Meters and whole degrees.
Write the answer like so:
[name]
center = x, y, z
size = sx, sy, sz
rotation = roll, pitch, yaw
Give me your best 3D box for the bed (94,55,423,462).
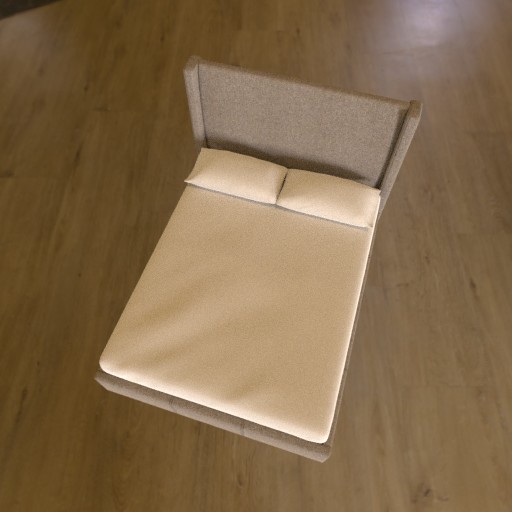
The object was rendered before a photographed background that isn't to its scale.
[bed]
center = 0.000, 0.000, 3.263
size = 1.714, 1.476, 2.245
rotation = 15, 61, 9
